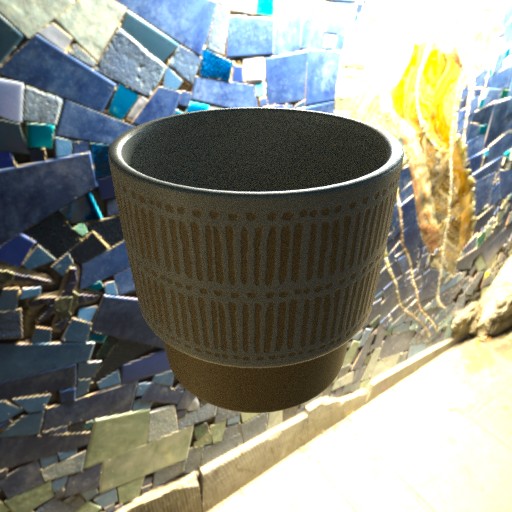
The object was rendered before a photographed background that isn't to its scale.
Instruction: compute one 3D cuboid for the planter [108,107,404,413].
[{"bbox_3d":[0.000,0.000,0.569,0.317,0.303,0.317,0,31,0],"label":"planter"}]
